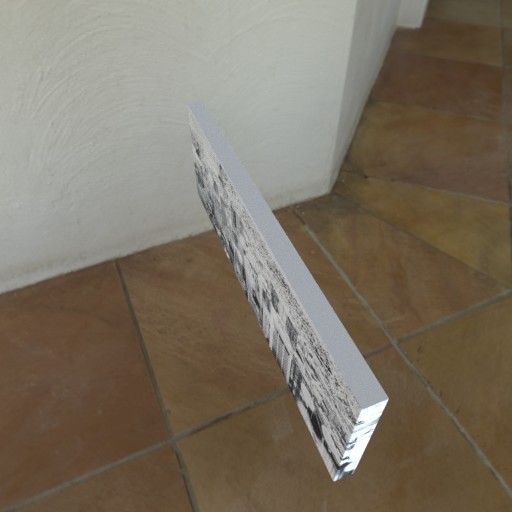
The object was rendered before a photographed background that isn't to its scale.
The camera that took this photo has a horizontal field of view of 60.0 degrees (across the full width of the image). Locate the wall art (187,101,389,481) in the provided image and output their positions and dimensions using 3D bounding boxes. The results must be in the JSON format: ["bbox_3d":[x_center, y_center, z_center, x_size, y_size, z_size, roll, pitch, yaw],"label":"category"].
[{"bbox_3d":[0.000,0.000,0.846,0.038,0.255,0.763,-16,48,-14],"label":"wall art"}]
